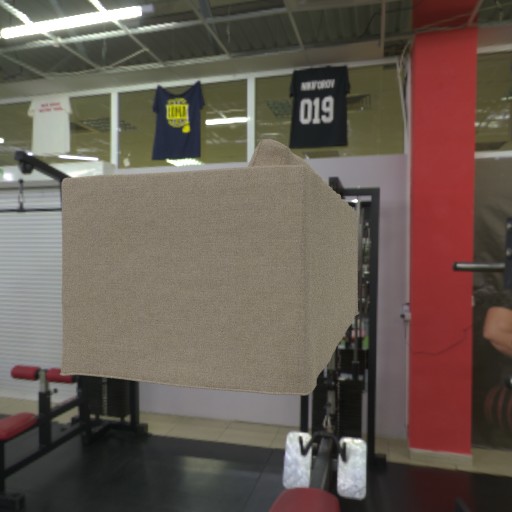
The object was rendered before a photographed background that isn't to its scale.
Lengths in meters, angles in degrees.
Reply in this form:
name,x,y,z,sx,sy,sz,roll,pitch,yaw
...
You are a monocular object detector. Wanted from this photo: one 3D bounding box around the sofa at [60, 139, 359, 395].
name,x,y,z,sx,sy,sz,roll,pitch,yaw
sofa,0.000,0.000,2.420,0.956,0.847,1.987,0,1,18
